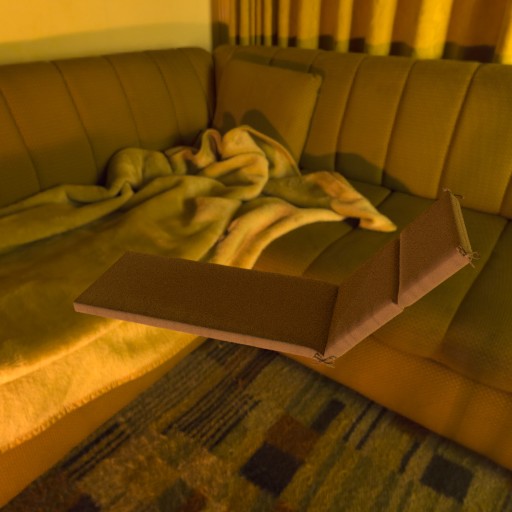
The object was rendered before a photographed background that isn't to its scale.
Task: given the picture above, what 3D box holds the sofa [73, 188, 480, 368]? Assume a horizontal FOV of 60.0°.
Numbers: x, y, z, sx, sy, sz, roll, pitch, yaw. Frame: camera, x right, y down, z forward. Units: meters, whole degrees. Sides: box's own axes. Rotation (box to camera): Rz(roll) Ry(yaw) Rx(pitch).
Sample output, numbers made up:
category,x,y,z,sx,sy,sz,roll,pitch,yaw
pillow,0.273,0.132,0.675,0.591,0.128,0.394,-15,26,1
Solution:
category,x,y,z,sx,sy,sz,roll,pitch,yaw
sofa,0.000,0.000,1.976,1.663,0.622,0.582,8,32,14
